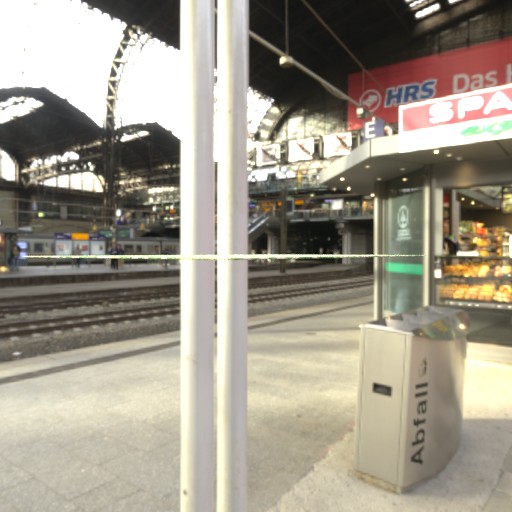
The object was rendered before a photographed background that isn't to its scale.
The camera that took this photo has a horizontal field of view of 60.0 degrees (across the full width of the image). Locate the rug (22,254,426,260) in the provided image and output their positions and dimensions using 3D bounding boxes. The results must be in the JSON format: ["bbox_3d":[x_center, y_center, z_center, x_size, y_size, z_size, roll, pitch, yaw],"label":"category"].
[{"bbox_3d":[0.000,0.000,2.327,1.220,0.006,1.826,0,1,37],"label":"rug"}]
